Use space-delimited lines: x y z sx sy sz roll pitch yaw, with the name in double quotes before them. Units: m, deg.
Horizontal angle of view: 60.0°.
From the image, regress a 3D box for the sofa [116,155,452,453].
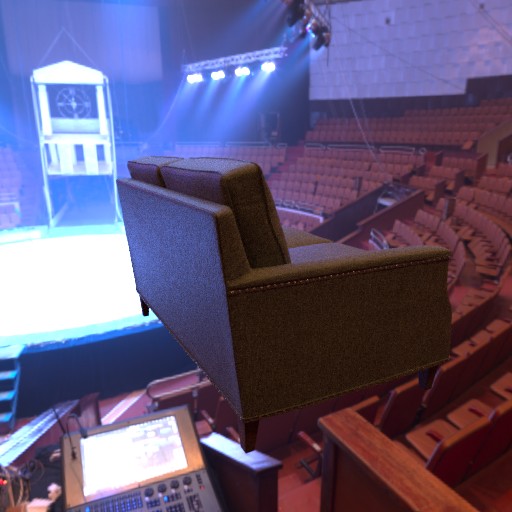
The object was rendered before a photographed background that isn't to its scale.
"sofa" 0.000 0.000 2.254 1.084 1.003 1.597 -7 16 -27
